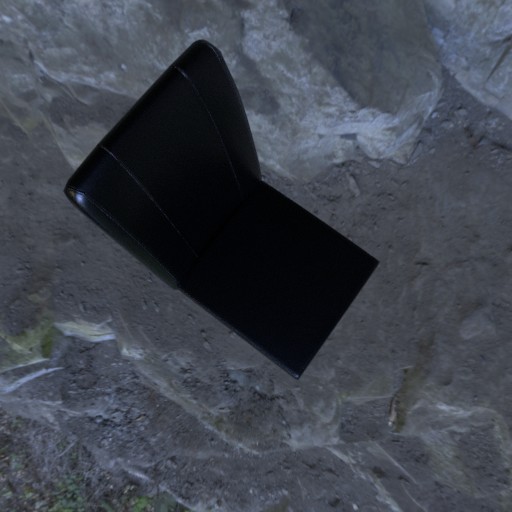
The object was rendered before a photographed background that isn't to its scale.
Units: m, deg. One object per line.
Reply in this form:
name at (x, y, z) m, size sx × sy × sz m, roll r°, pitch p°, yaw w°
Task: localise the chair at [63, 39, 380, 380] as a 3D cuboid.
chair at (0.000, 0.000, 1.174) m, size 0.556 × 0.897 × 0.399 m, roll 36°, pitch 79°, yaw 8°
